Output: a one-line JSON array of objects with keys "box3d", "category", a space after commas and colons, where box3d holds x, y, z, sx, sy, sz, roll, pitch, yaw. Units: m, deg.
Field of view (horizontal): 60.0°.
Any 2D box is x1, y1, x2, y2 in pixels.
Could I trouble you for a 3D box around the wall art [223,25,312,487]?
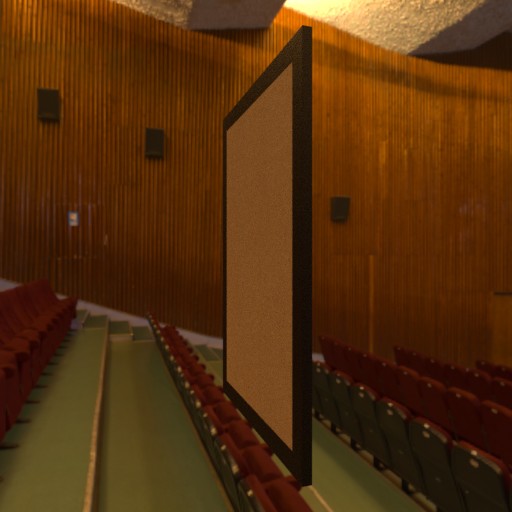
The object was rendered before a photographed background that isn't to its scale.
[{"box3d": [0.000, 0.000, 0.694, 0.013, 0.534, 0.381, 0, 0, -18], "category": "wall art"}]
